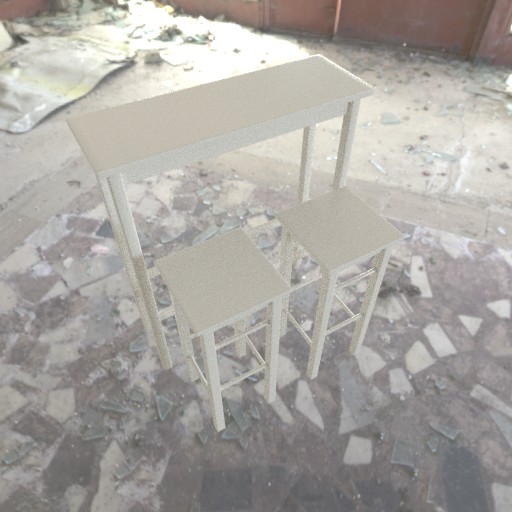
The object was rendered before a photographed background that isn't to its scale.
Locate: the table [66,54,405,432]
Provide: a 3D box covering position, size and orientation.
[{"bbox_3d":[0.000,0.000,1.651,0.915,1.065,0.650,-23,51,-20],"label":"table"}]
